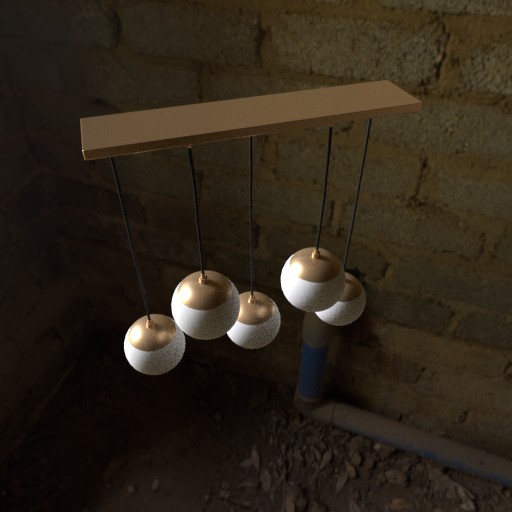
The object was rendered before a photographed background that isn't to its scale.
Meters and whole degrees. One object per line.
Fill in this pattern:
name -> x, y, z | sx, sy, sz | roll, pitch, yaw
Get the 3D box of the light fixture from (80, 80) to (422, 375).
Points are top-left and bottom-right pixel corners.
light fixture -> 0.000, 0.000, 1.285 | 0.863, 0.869, 0.299 | -12, 42, -14
